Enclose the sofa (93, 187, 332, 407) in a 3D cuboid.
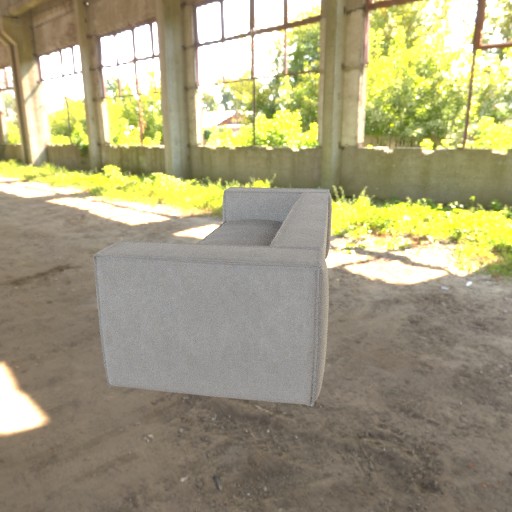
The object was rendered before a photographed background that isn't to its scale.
[{"bbox_3d":[0.000,0.000,3.143,1.038,0.680,2.697,3,15,9],"label":"sofa"}]
